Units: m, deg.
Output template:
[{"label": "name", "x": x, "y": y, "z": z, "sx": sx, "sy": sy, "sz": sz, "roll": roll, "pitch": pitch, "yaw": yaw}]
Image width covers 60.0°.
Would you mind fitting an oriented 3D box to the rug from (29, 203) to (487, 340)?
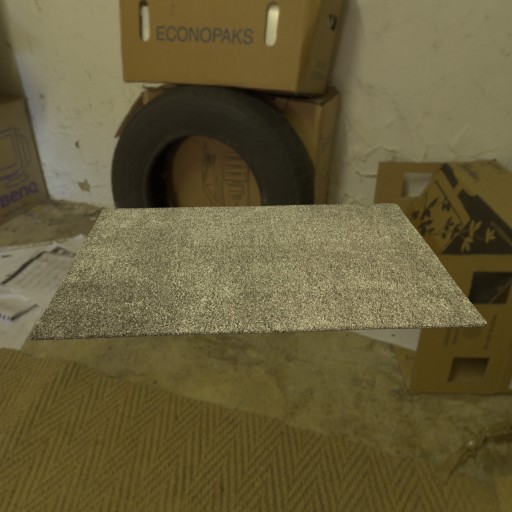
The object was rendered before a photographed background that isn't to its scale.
[{"label": "rug", "x": 0.000, "y": 0.000, "z": 2.906, "sx": 2.352, "sy": 0.025, "sz": 1.501, "roll": -1, "pitch": 31, "yaw": -2}]
